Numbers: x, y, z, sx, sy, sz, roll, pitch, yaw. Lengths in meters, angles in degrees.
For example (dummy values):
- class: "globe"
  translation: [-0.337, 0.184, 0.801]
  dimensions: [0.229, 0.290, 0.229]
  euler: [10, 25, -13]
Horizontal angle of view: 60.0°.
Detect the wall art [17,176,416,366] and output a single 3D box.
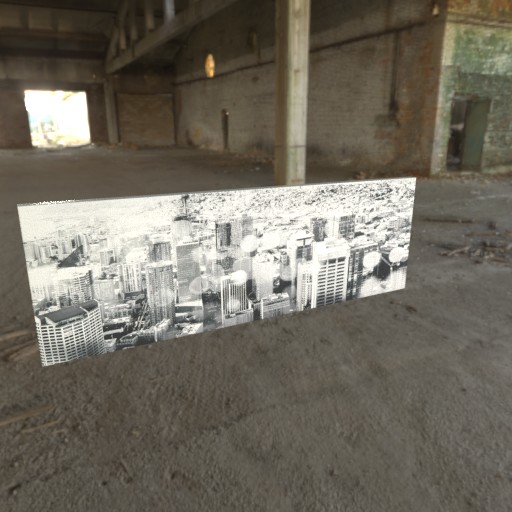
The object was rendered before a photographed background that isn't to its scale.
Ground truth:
- class: "wall art"
  translation: [0.000, 0.000, 1.661]
  dimensions: [1.520, 0.507, 0.044]
  euler: [-8, 19, -26]
